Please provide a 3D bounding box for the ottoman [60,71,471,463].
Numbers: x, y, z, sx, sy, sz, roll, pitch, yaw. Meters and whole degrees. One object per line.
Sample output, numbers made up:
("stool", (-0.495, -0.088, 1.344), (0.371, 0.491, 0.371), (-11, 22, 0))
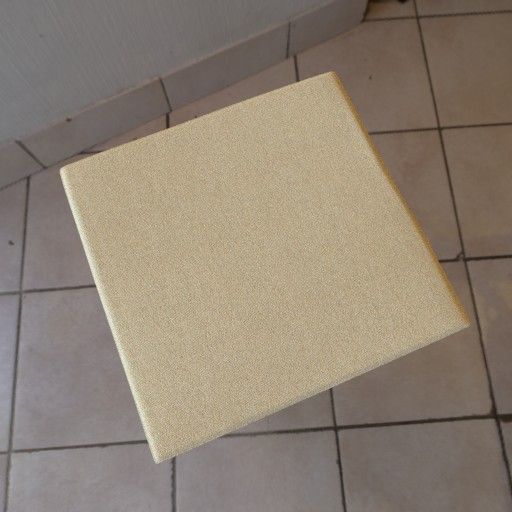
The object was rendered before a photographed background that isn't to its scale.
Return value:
("ottoman", (0.000, 0.000, 1.525), (1.004, 0.379, 0.968), (-22, 76, -6))
